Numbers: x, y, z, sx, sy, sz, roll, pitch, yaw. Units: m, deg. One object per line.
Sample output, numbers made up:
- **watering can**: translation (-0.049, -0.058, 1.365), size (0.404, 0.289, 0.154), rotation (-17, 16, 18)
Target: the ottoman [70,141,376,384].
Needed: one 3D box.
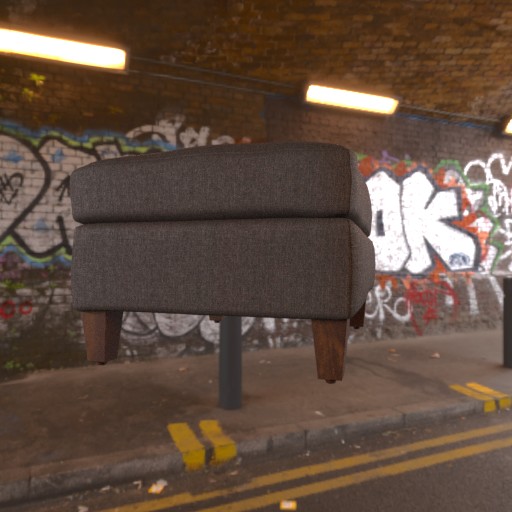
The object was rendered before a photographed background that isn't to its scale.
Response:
- **ottoman**: translation (0.000, 0.000, 1.262), size (0.639, 0.496, 0.826), rotation (0, -1, 17)
